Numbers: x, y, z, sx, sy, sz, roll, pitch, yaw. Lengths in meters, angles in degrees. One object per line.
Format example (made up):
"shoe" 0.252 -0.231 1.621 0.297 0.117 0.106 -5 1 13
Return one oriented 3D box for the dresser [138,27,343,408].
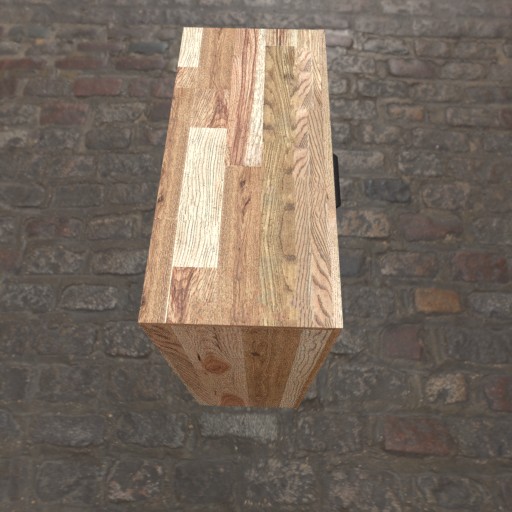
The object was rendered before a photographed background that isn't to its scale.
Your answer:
"dresser" 0.000 0.000 1.721 0.480 1.243 0.966 1 63 1
